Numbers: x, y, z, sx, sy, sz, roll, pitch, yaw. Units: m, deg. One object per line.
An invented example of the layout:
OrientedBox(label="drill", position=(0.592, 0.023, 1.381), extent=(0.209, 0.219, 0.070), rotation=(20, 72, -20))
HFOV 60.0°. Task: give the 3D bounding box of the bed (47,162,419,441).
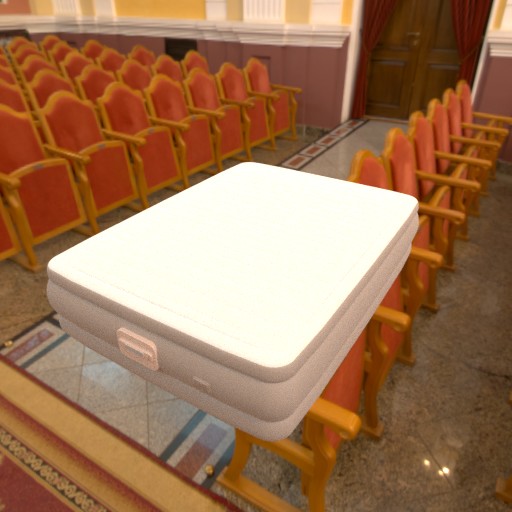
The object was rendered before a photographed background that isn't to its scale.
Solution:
OrientedBox(label="bed", position=(0.000, 0.000, 2.724), extent=(1.520, 0.460, 2.036), rotation=(18, 35, 27))
